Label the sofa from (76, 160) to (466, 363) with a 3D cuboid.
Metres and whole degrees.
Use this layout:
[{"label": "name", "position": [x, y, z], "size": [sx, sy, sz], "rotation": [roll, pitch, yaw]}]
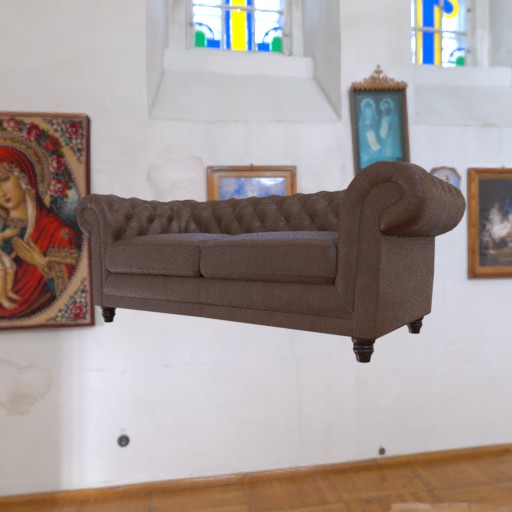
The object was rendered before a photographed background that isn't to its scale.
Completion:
[{"label": "sofa", "position": [0.000, 0.000, 2.475], "size": [2.048, 0.784, 0.955], "rotation": [1, 1, 35]}]
